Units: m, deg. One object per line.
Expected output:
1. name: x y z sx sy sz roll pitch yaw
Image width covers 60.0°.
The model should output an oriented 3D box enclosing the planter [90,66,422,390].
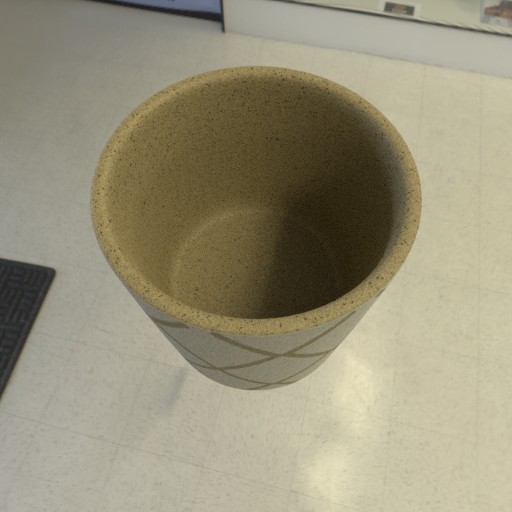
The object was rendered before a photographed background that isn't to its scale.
1. planter: 0.000 0.000 0.410 0.228 0.235 0.228 0 62 0
